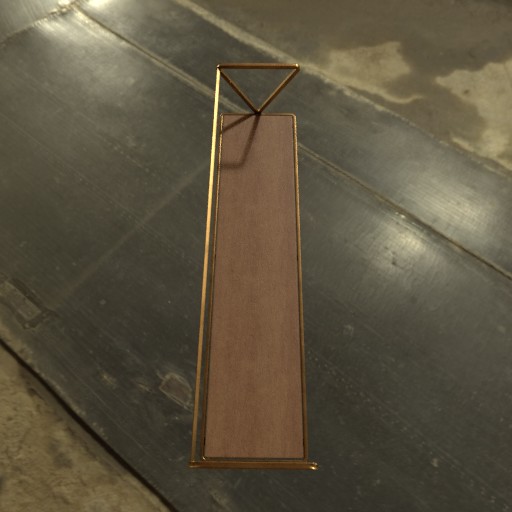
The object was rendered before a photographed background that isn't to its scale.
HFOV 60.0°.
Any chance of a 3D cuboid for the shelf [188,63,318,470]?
[{"bbox_3d":[0.000,0.000,0.743,0.150,0.229,0.645,1,64,0],"label":"shelf"}]
